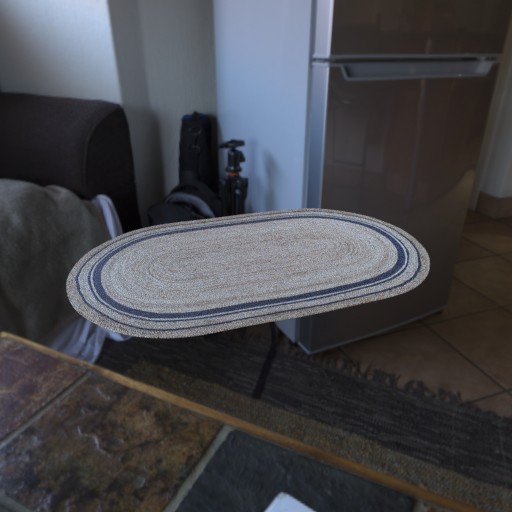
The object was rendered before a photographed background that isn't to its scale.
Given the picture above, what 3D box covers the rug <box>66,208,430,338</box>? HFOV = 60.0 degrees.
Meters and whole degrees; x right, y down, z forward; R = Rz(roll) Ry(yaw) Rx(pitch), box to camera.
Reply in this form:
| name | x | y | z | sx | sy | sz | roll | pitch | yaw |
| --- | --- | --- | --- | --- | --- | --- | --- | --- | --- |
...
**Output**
| name | x | y | z | sx | sy | sz | roll | pitch | yaw |
| --- | --- | --- | --- | --- | --- | --- | --- | --- | --- |
| rug | 0.000 | 0.000 | 3.038 | 2.432 | 0.006 | 1.520 | -9 | 28 | -16 |
